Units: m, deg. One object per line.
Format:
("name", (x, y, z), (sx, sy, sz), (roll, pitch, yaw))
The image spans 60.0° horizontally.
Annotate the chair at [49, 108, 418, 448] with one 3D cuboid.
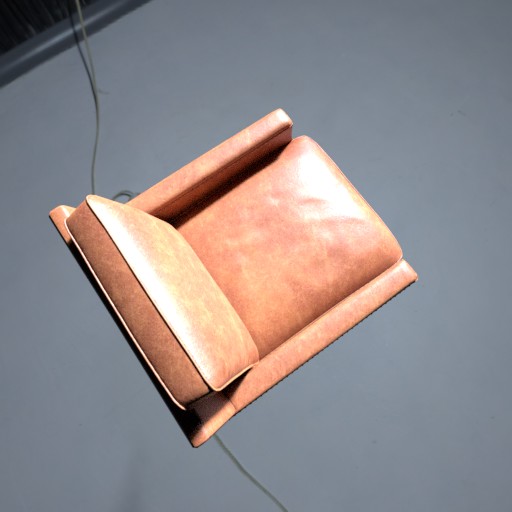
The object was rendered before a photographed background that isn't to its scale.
("chair", (0.000, 0.000, 1.691), (1.014, 0.943, 0.853), (-34, 78, -8))
